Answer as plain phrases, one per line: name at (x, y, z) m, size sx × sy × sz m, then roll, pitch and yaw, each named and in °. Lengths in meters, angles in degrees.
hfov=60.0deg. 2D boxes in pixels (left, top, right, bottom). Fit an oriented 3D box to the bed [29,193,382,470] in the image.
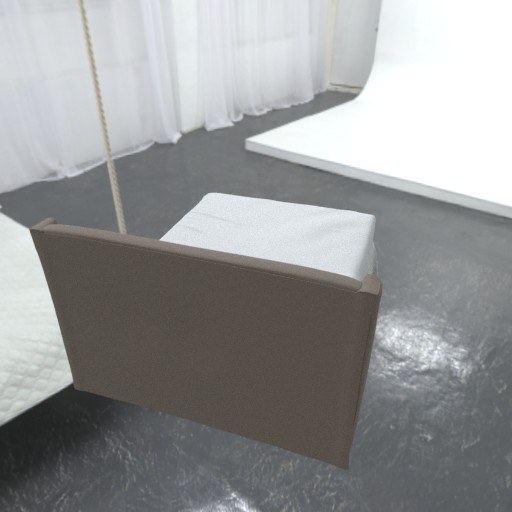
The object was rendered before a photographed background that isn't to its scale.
bed at (0.000, 0.000, 3.425) m, size 1.925 × 1.332 × 2.276 m, roll 10°, pitch 33°, yaw 16°
